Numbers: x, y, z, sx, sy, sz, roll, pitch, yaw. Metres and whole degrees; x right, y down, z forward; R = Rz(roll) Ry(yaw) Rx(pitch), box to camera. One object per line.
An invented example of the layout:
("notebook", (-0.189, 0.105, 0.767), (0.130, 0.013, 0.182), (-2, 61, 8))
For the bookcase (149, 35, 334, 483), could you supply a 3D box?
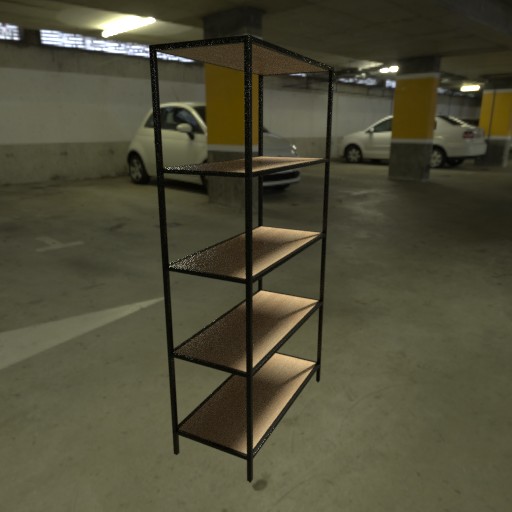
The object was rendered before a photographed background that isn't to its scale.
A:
("bookcase", (0.000, 0.000, 1.822), (0.350, 1.500, 0.770), (8, 18, 26))
